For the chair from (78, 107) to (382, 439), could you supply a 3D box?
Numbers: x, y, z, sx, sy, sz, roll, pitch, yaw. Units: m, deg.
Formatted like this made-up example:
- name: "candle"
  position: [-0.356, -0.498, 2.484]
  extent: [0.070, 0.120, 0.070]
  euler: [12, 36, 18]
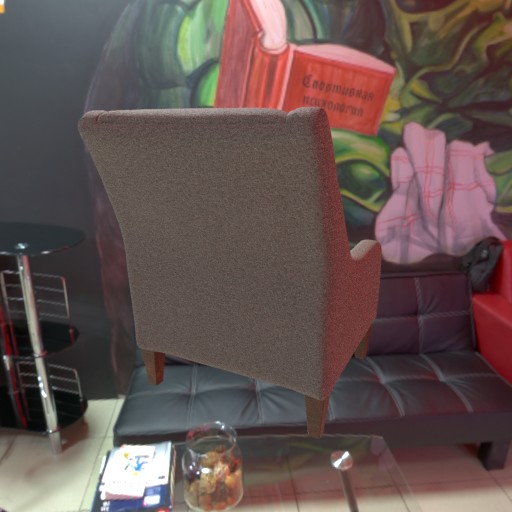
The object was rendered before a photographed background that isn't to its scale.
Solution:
- name: "chair"
  position: [0.000, 0.000, 1.637]
  extent: [0.774, 1.016, 0.870]
  euler: [8, 19, 26]
